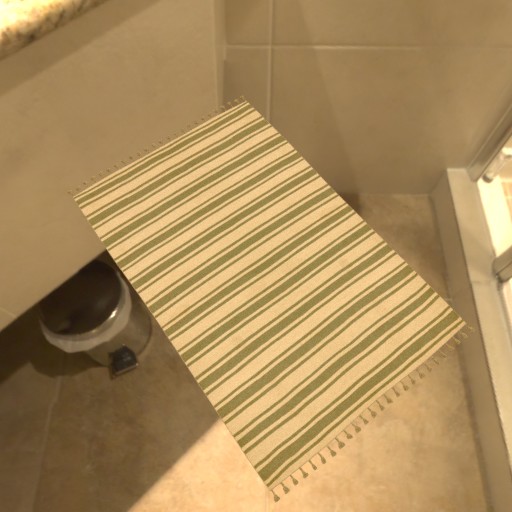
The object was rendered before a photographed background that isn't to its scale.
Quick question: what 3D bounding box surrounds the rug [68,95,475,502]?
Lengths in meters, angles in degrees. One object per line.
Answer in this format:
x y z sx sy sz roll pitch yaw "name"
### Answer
0.000 0.000 2.920 1.540 0.018 2.435 -34 69 -15 "rug"
